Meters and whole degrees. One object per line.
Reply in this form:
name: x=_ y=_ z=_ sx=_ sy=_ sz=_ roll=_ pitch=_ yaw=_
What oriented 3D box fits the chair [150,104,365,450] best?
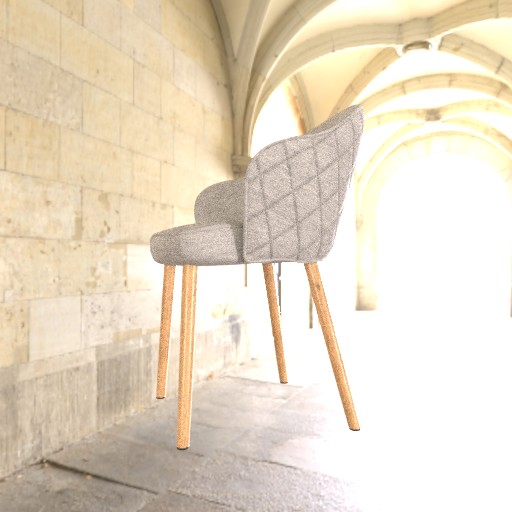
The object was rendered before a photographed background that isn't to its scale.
chair: x=0.000 y=0.000 z=1.164 sx=0.530 sy=0.800 sz=0.540 roll=0 pitch=-1 yaw=-19
